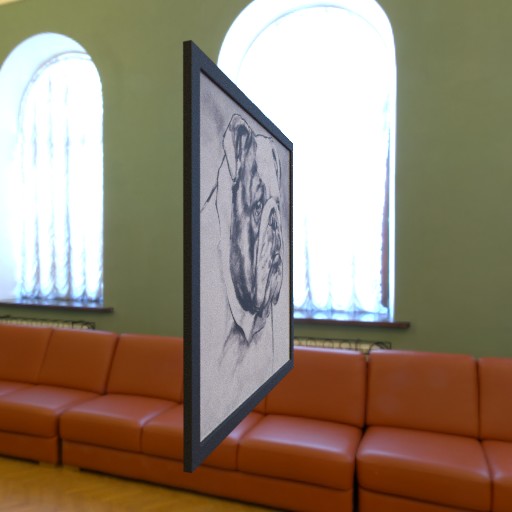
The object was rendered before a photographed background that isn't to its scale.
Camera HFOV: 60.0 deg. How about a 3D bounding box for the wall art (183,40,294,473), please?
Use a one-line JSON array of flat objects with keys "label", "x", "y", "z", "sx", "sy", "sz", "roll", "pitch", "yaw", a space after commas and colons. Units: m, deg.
[{"label": "wall art", "x": 0.000, "y": 0.000, "z": 0.838, "sx": 0.012, "sy": 0.558, "sz": 0.562, "roll": 0, "pitch": 0, "yaw": 18}]
